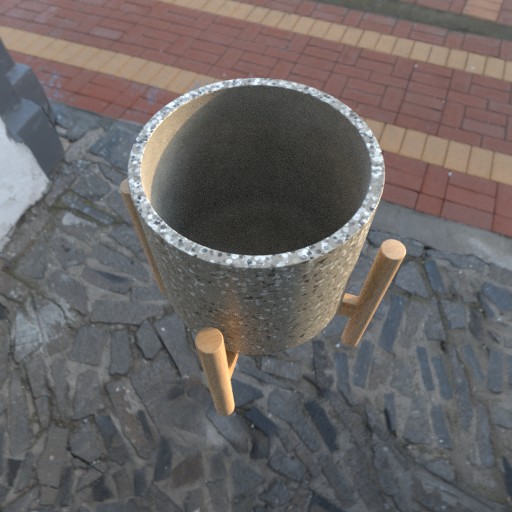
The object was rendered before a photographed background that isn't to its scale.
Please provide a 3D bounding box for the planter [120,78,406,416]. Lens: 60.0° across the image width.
[{"bbox_3d":[0.000,0.000,0.522,0.284,0.320,0.284,35,64,20],"label":"planter"}]
